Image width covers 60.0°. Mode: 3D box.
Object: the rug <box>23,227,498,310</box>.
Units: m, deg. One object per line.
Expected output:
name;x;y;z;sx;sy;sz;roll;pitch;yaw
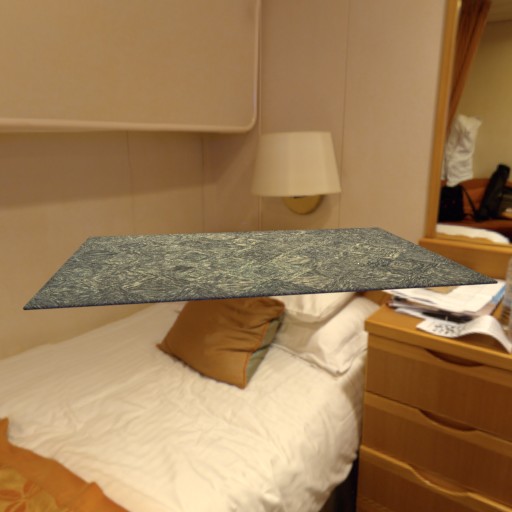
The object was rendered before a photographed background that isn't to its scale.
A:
rug;0.000;0.000;2.844;2.330;0.017;1.478;-2;15;-9
